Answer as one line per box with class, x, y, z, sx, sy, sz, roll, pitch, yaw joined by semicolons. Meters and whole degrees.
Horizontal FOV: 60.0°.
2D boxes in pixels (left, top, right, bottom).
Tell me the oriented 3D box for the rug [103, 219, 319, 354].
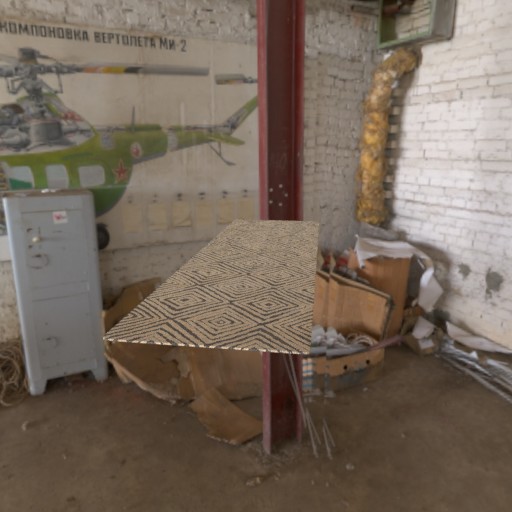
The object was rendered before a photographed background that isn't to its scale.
rug;0.000;0.000;2.482;0.676;0.008;2.277;2;15;8
